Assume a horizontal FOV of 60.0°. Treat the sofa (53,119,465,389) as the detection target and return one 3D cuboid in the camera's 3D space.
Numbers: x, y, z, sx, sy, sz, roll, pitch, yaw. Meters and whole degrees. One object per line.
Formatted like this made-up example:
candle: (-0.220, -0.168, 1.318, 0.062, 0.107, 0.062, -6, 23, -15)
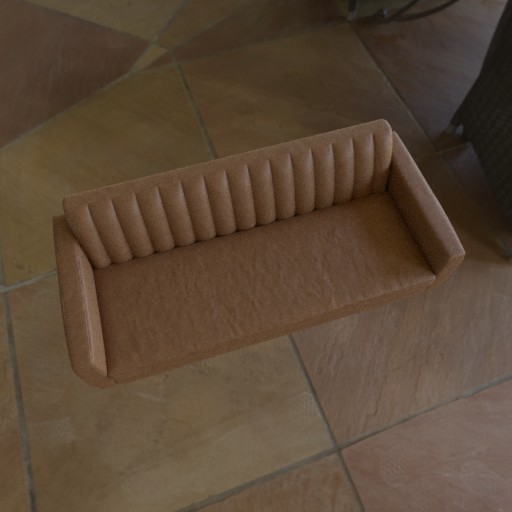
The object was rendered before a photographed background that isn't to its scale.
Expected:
sofa: (0.000, 0.000, 2.771, 2.291, 0.821, 0.990, -16, 65, -8)
